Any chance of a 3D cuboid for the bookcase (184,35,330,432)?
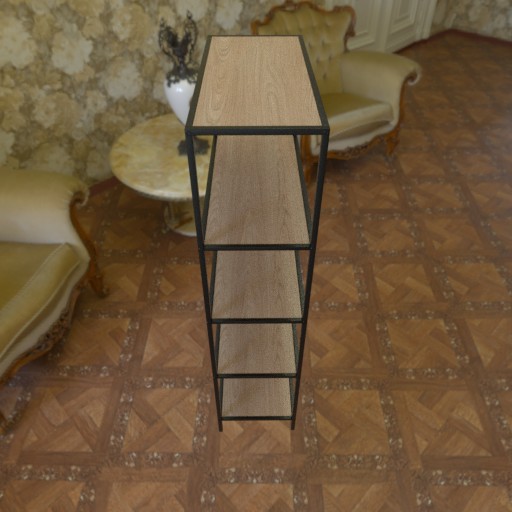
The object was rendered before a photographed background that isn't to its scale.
[{"bbox_3d":[0.000,0.000,1.847,0.350,1.500,0.770,0,42,0],"label":"bookcase"}]
